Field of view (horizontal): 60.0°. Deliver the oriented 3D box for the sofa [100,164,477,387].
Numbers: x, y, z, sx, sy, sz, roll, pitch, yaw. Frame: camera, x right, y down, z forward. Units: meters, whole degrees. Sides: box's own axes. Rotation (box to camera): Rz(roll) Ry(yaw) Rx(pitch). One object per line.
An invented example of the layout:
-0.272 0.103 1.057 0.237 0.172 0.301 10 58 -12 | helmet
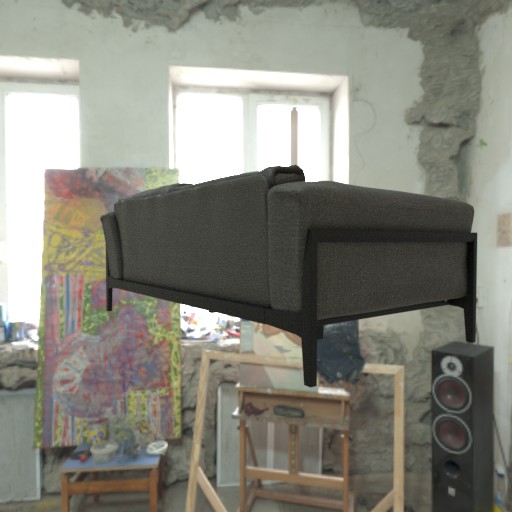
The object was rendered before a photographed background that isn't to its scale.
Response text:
0.000 0.000 2.130 0.960 0.656 1.690 -2 2 -37 | sofa
